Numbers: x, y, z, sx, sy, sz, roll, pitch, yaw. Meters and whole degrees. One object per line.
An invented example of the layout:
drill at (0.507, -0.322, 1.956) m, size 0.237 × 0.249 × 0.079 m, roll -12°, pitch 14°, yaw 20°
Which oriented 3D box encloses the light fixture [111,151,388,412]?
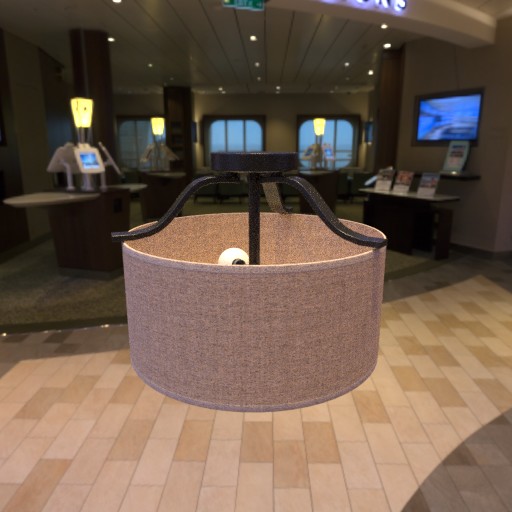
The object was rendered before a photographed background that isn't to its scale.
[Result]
light fixture at (0.000, 0.000, 0.671) m, size 0.390 × 0.306 × 0.390 m, roll 0°, pitch 14°, yaw 0°
